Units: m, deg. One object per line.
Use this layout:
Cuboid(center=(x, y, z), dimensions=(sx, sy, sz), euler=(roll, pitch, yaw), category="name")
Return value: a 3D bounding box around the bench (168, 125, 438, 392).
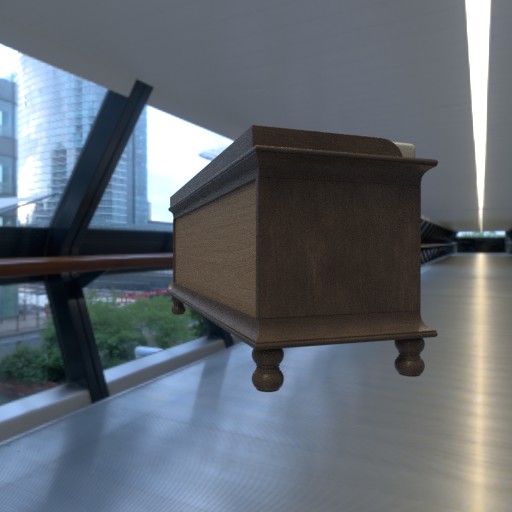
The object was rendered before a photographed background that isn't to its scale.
Cuboid(center=(0.000, 0.000, 1.422), dimensions=(0.402, 0.501, 1.185), euler=(0, 0, -19), category="bench")
